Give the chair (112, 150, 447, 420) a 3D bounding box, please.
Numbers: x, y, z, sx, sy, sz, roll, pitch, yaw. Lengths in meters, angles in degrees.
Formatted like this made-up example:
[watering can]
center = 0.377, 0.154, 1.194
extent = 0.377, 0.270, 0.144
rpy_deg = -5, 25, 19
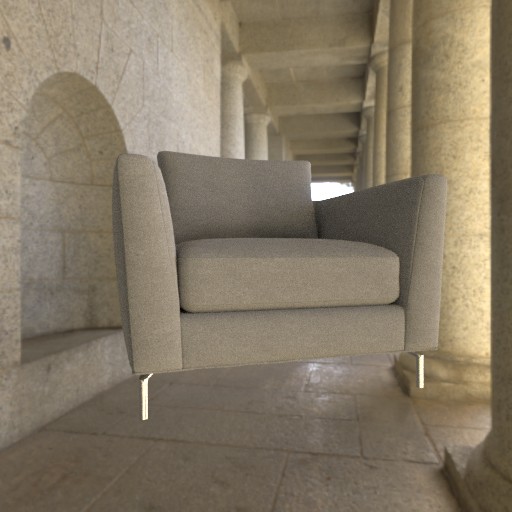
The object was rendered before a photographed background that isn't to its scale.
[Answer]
[chair]
center = 0.000, 0.000, 1.686
extent = 1.041, 0.864, 0.889
rpy_deg = 0, 0, -18
